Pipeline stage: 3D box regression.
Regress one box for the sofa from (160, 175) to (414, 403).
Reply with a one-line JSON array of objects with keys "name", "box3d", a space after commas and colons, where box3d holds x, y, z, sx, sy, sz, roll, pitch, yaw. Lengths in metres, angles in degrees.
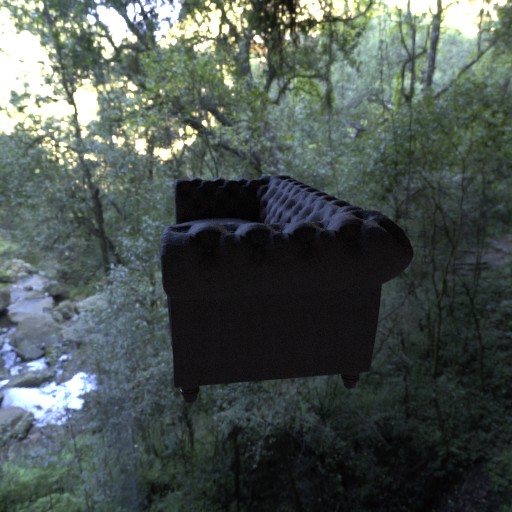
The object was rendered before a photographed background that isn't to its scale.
[{"name": "sofa", "box3d": [0.000, 0.000, 2.546, 0.944, 0.780, 2.048, -2, 16, -8]}]
